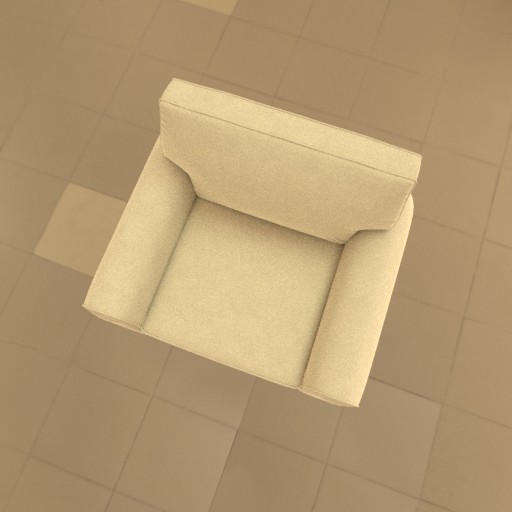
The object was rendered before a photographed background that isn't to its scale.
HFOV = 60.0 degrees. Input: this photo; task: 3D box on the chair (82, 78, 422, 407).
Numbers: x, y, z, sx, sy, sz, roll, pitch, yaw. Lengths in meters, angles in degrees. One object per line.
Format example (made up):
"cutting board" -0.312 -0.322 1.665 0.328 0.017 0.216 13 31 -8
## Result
"chair" 0.000 0.000 1.747 1.040 0.955 0.863 19 76 5
